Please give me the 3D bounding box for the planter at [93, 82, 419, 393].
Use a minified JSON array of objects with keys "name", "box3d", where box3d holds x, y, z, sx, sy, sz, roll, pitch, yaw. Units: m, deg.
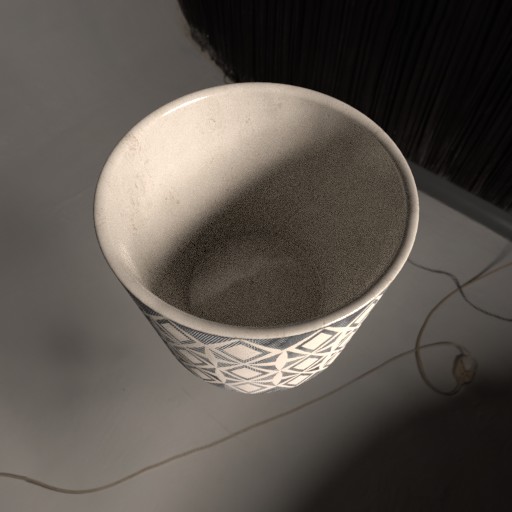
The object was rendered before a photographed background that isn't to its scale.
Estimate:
[{"name":"planter","box3d":[0.000,0.000,0.453,0.260,0.220,0.260,0,59,0]}]
